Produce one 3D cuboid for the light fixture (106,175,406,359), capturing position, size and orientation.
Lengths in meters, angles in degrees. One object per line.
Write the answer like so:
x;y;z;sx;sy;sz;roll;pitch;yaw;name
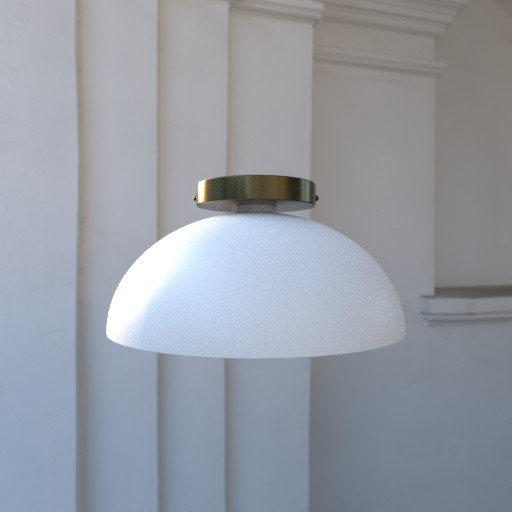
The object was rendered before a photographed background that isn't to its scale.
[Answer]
0.000;0.000;0.555;0.355;0.177;0.355;0;0;0;light fixture
